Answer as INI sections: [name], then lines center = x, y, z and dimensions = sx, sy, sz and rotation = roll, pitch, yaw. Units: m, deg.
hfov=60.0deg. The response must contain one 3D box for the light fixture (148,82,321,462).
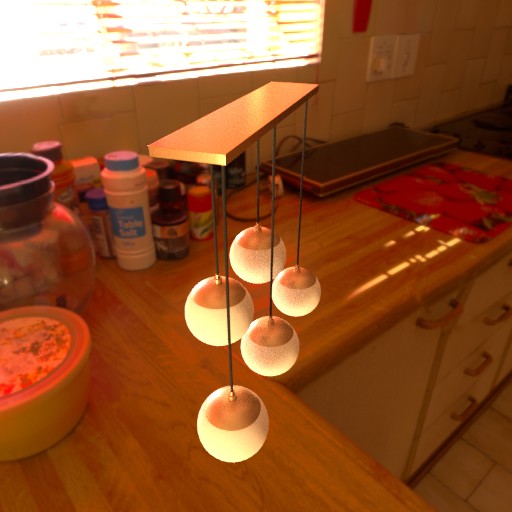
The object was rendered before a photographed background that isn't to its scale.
[light fixture]
center = 0.000, 0.000, 1.336
dimensions = 0.299, 0.869, 0.863
rotation = 10, 32, 17
